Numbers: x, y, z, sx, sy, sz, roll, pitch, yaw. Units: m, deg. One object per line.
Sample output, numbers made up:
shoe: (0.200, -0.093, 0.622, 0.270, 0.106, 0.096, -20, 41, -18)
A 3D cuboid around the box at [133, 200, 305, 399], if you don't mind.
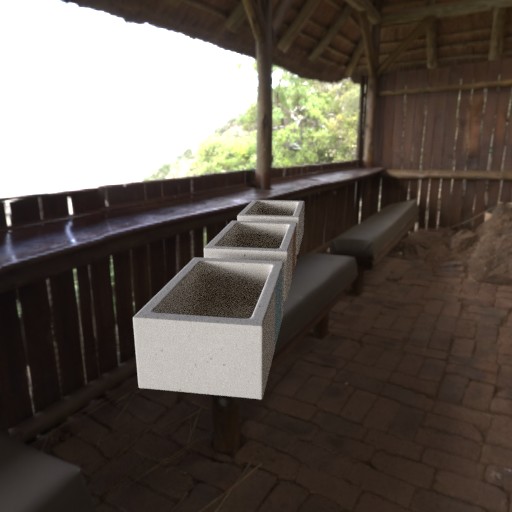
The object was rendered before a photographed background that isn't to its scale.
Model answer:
box: (0.000, 0.000, 0.494, 0.082, 0.051, 0.461, 3, 17, 9)
